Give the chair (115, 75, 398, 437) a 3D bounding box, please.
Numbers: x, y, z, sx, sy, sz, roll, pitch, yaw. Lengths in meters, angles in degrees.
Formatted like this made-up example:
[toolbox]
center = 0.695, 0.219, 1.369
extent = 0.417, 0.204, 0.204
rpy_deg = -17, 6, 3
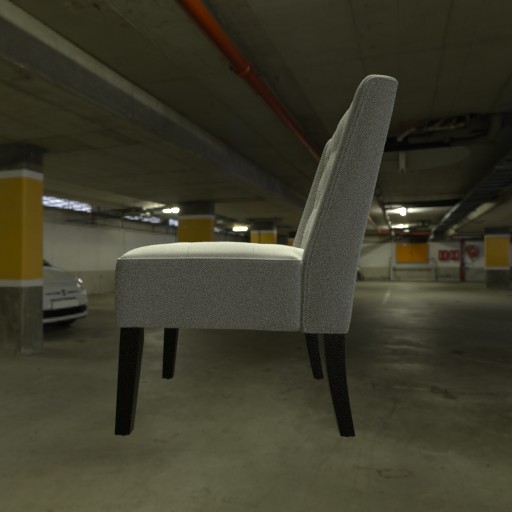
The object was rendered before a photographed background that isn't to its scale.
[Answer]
[chair]
center = 0.000, 0.000, 1.303
extent = 0.676, 0.853, 0.569
rpy_deg = 0, -1, 1
